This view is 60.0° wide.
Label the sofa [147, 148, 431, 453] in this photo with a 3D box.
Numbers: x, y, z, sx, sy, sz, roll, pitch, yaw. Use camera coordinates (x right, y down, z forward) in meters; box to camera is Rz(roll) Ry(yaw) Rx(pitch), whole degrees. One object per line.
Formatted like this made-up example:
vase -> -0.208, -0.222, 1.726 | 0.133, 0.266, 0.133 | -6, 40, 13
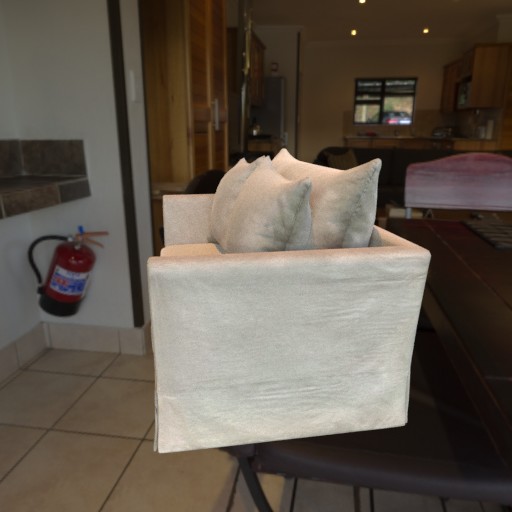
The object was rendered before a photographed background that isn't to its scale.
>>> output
sofa -> 0.000, 0.000, 2.265 | 1.035, 1.040, 1.608 | -3, 16, -9
